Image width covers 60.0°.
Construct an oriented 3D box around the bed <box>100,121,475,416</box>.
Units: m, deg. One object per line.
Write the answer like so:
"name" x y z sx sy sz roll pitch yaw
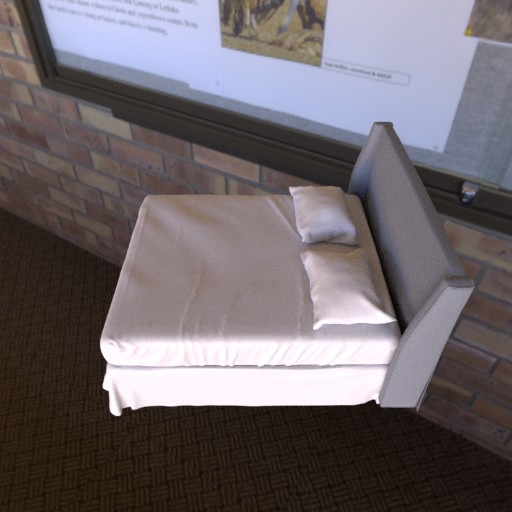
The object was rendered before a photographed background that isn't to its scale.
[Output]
"bed" 0.000 0.000 3.404 2.276 1.332 1.925 0 42 0
